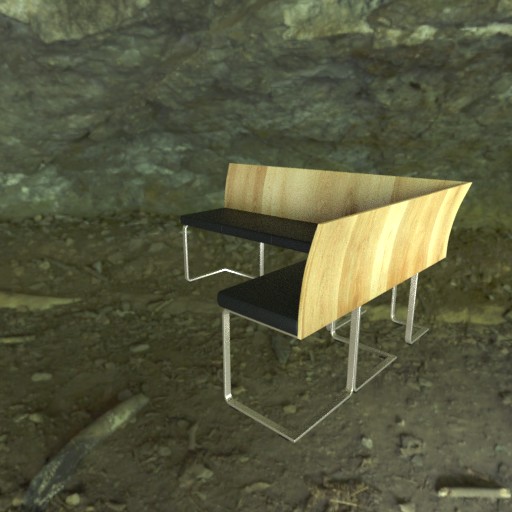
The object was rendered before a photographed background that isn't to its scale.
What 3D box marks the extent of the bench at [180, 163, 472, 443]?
[{"bbox_3d":[0.000,0.000,2.737,1.945,0.930,1.495,15,22,40],"label":"bench"}]
